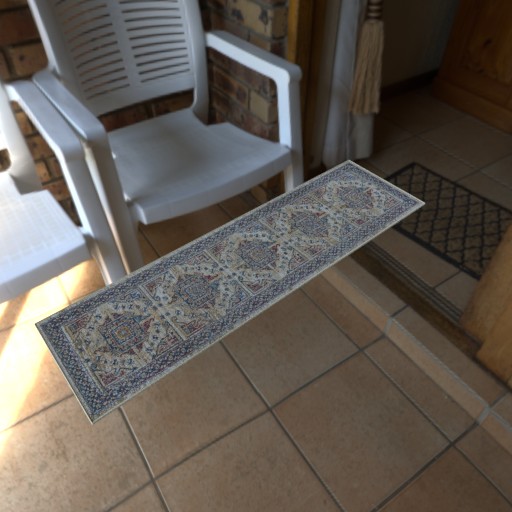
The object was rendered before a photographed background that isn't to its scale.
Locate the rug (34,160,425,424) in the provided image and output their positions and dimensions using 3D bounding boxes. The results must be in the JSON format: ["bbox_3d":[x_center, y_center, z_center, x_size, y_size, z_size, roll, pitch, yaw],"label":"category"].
[{"bbox_3d":[0.000,0.000,2.525,2.297,0.013,0.661,-30,52,-27],"label":"rug"}]
